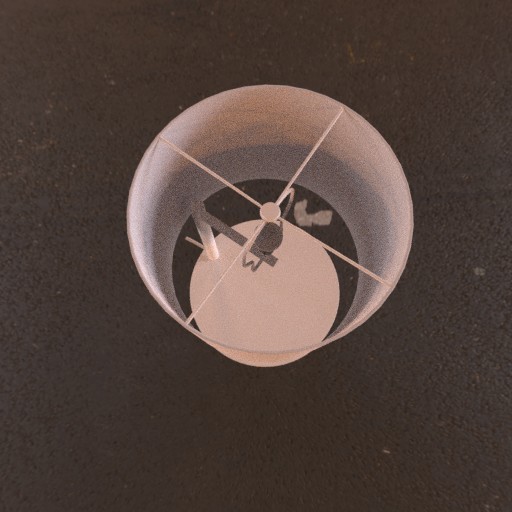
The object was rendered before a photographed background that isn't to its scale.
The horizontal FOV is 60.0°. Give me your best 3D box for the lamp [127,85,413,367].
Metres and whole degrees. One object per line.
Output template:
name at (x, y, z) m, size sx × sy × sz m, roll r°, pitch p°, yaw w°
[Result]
lamp at (0.000, 0.000, 0.684) m, size 0.341 × 0.454 × 0.299 m, roll 34°, pitch 77°, yaw 9°
